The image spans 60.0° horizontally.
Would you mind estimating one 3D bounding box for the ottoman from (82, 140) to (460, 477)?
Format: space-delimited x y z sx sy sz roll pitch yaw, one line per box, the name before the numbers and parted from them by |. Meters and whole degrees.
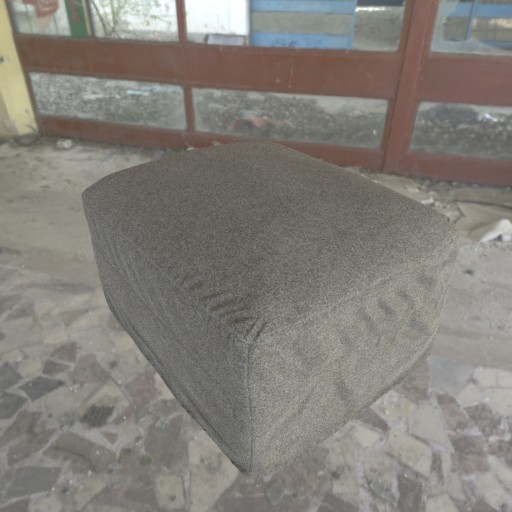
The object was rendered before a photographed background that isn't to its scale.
ottoman | 0.000 0.000 1.217 0.683 0.481 0.837 -22 39 -31
